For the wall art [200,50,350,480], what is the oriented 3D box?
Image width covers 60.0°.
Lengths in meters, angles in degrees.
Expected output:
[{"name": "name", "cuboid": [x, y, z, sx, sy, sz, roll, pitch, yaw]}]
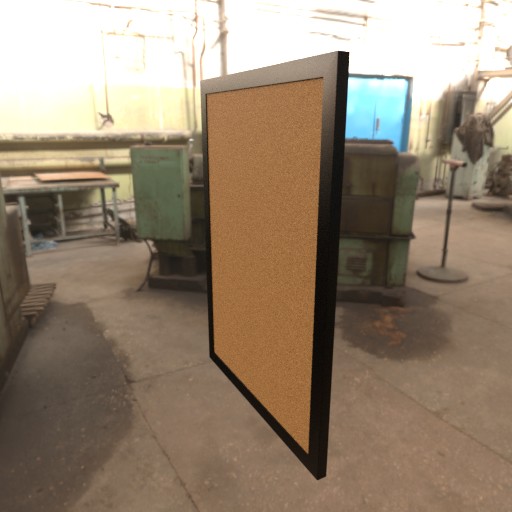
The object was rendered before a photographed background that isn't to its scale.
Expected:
[{"name": "wall art", "cuboid": [0.000, 0.000, 0.842, 0.019, 0.656, 0.462, -9, 19, -27]}]
